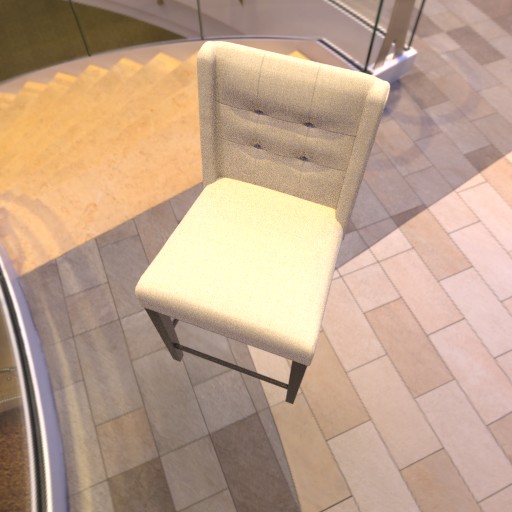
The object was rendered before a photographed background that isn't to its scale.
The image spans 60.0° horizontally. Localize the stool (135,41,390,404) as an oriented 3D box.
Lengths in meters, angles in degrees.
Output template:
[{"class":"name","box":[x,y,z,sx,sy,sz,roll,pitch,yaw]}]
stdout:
[{"class":"stool","box":[0.000,0.000,1.259,0.474,0.939,0.509,18,60,10]}]
